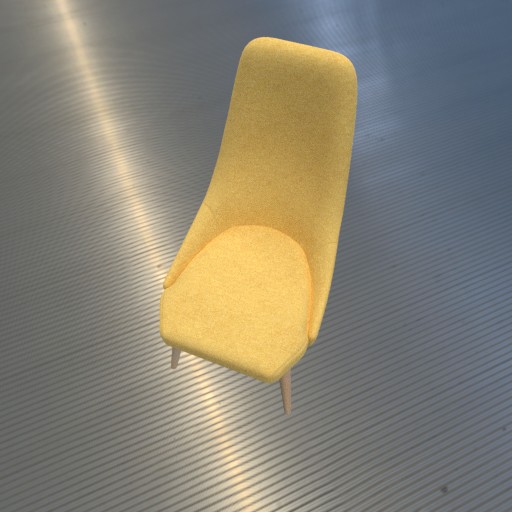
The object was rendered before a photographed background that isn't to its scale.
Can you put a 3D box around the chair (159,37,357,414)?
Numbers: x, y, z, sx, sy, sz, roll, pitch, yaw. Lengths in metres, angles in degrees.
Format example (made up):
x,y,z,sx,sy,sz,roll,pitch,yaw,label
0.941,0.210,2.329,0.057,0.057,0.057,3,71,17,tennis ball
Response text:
x,y,z,sx,sy,sz,roll,pitch,yaw,label
0.000,0.000,1.386,0.510,1.040,0.660,18,59,11,chair
